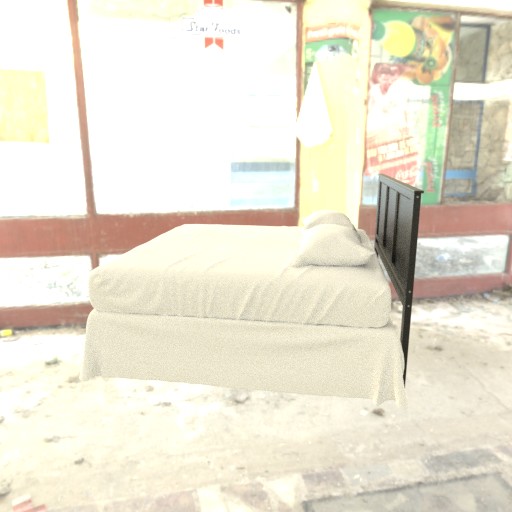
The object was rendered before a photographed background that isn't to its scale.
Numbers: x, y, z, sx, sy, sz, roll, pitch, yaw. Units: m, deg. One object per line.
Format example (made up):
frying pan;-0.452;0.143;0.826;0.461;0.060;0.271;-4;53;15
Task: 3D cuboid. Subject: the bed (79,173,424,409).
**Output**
bed;0.000;0.000;3.692;2.219;1.271;2.315;2;13;9
